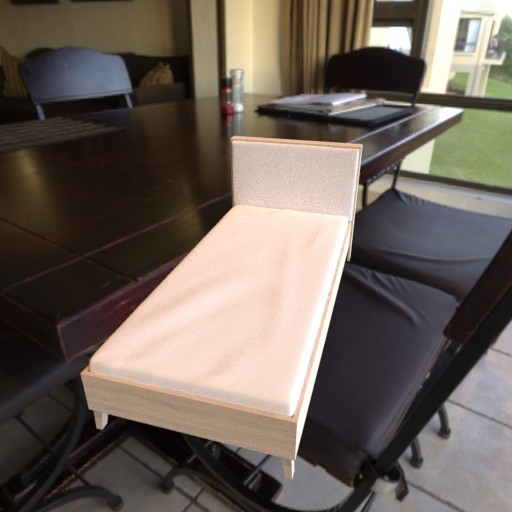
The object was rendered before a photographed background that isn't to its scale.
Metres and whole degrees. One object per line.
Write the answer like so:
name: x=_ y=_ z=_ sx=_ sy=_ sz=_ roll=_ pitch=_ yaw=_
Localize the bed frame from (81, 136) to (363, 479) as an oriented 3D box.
bed frame: x=0.000 y=0.000 z=2.658 sx=0.990 sy=0.920 sz=2.140 roll=8 pitch=28 yaw=15
